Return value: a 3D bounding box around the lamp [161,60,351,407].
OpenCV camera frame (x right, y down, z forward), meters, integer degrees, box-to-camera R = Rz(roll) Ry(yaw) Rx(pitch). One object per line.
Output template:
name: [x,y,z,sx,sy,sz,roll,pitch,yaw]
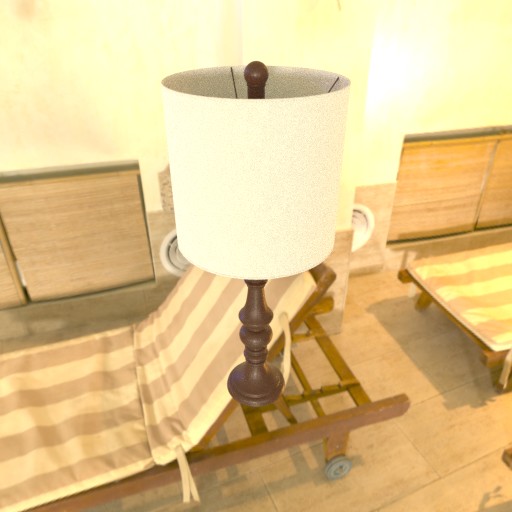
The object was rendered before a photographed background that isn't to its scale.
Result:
lamp: [0.000,0.000,0.735,0.250,0.597,0.250,-10,33,-16]
